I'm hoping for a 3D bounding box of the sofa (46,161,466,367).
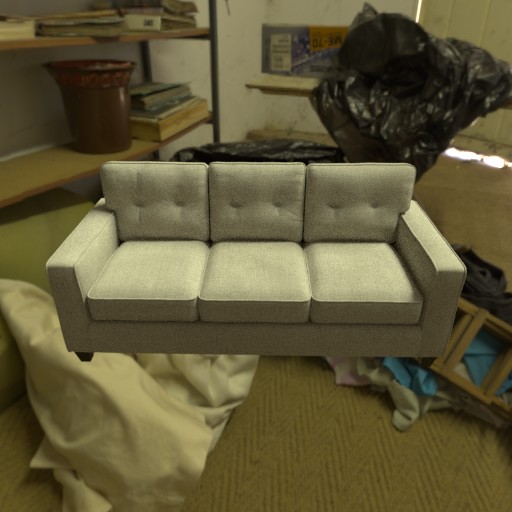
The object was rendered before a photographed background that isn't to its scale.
[{"bbox_3d":[0.000,0.000,2.669,2.133,0.965,0.939,1,29,1],"label":"sofa"}]
